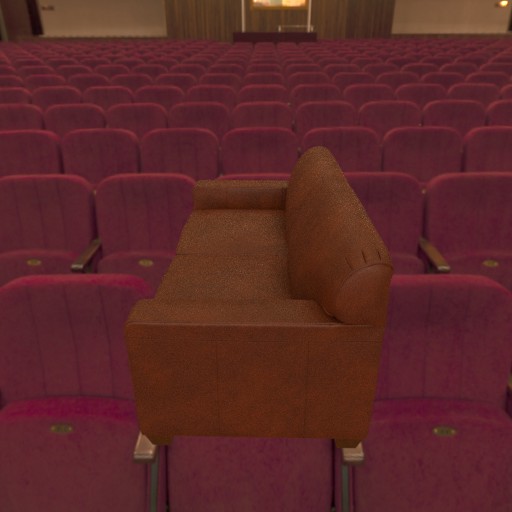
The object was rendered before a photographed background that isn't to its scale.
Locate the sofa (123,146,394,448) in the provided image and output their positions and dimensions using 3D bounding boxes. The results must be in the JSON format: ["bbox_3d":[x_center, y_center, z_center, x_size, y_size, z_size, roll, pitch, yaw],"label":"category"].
[{"bbox_3d":[0.000,0.000,2.478,1.000,0.966,1.856,1,26,1],"label":"sofa"}]
